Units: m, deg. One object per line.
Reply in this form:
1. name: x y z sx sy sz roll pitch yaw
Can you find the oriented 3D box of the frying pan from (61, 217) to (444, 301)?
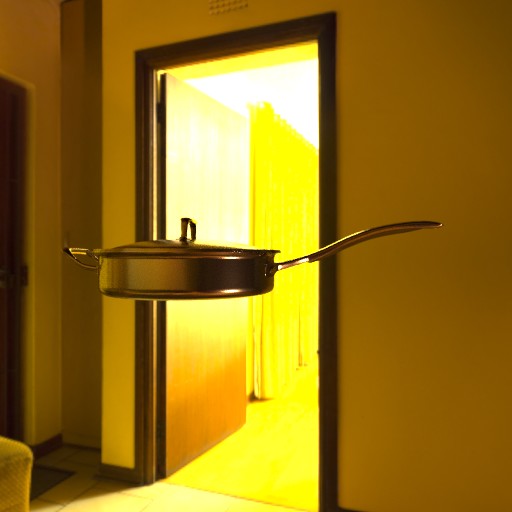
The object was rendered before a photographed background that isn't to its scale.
1. frying pan: 0.000 0.000 0.669 0.561 0.114 0.280 0 0 0
